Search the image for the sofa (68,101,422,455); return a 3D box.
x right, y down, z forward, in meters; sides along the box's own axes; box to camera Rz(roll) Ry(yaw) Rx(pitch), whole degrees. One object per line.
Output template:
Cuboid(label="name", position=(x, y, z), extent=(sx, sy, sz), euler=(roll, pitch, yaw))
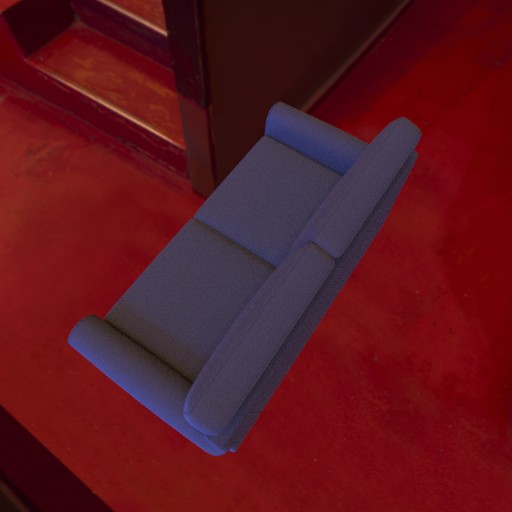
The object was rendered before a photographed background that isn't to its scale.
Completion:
Cuboid(label="sofa", position=(0.000, 0.000, 2.492), extent=(0.940, 1.020, 1.930), euler=(32, 68, 15))
